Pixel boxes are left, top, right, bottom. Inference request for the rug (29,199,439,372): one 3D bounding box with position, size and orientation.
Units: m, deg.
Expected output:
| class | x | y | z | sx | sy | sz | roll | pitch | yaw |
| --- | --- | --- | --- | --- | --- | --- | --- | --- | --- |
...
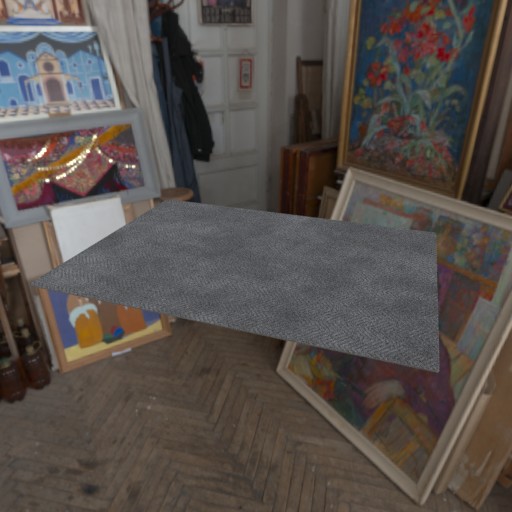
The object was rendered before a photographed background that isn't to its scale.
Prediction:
| class | x | y | z | sx | sy | sz | roll | pitch | yaw |
| --- | --- | --- | --- | --- | --- | --- | --- | --- | --- |
| rug | 0.000 | 0.000 | 2.911 | 2.235 | 0.008 | 1.600 | 9 | 28 | 17 |
